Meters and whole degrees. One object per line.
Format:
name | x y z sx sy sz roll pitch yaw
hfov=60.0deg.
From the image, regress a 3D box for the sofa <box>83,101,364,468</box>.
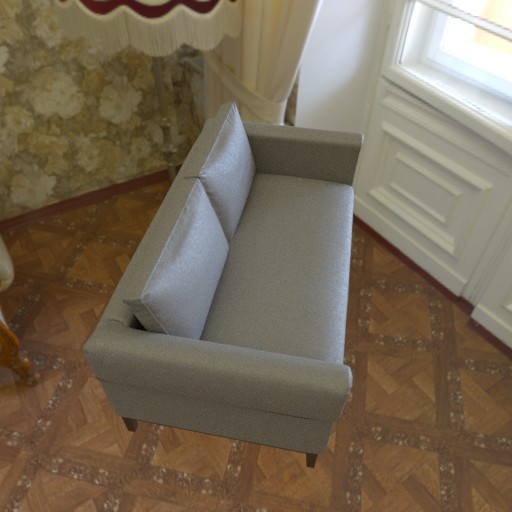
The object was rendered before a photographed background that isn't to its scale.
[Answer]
sofa | 0.000 0.000 2.132 0.899 0.873 1.598 8 46 8
